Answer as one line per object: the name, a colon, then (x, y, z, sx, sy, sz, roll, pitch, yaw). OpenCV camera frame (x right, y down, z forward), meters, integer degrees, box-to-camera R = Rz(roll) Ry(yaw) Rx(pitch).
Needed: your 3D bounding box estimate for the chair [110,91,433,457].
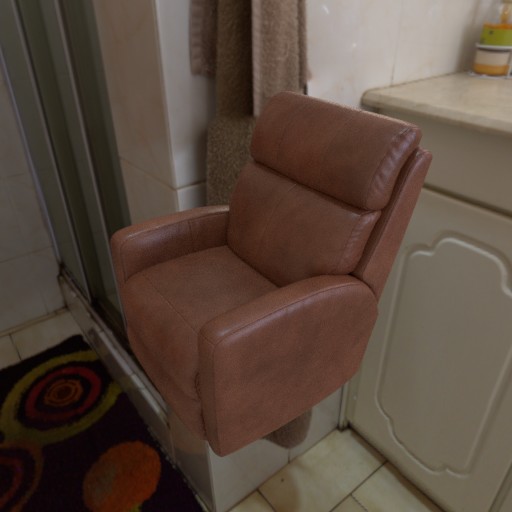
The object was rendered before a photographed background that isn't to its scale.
chair: (0.000, 0.000, 1.674, 0.939, 1.016, 0.787, -21, 37, -30)
